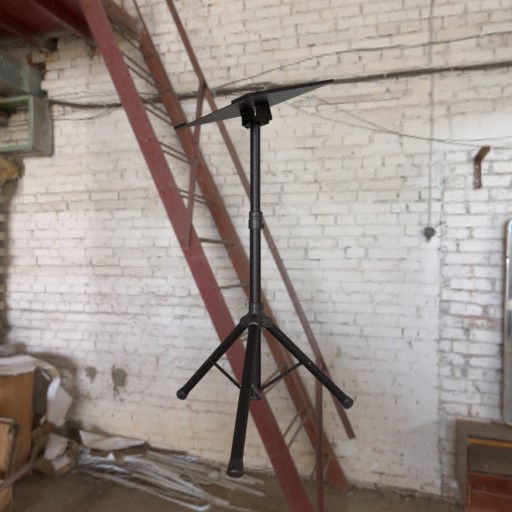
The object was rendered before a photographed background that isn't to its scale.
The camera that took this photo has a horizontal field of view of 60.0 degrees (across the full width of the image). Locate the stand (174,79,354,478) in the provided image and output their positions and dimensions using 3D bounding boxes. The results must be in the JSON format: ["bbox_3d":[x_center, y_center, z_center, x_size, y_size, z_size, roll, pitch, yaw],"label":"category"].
[{"bbox_3d":[0.000,0.000,1.654,0.702,1.198,0.702,-1,1,-38],"label":"stand"}]
